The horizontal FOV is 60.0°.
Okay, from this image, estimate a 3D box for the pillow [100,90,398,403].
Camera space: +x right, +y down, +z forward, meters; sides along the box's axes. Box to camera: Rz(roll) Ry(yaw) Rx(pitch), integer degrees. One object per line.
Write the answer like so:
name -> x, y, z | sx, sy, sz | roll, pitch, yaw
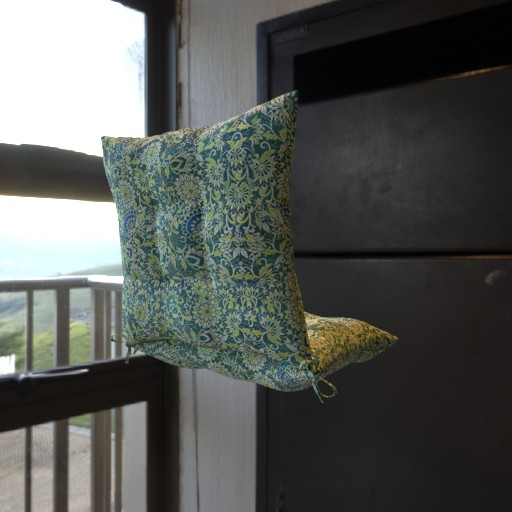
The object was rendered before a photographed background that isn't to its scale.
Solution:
pillow -> 0.000, 0.000, 1.050 | 0.541, 0.536, 0.585 | 0, 0, 35
